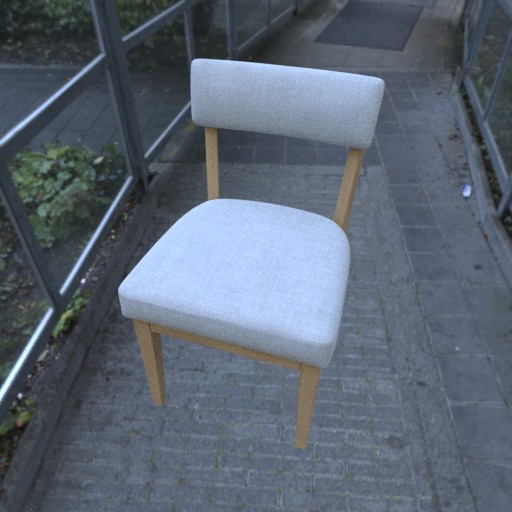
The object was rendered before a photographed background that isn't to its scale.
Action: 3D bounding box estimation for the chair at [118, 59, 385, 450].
[{"bbox_3d":[0.000,0.000,1.180,0.508,0.832,0.572,12,43,13],"label":"chair"}]
